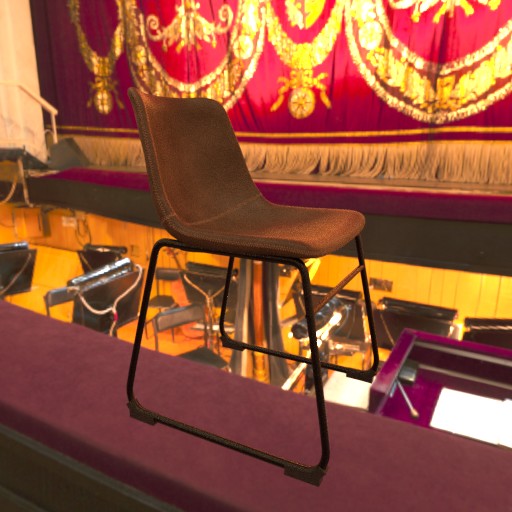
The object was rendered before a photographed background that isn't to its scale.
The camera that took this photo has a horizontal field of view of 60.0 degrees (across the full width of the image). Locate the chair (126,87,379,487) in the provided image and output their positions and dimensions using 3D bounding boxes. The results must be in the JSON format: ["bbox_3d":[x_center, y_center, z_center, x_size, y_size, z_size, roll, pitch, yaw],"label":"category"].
[{"bbox_3d":[0.000,0.000,1.095,0.551,0.780,0.460,8,17,27],"label":"chair"}]
